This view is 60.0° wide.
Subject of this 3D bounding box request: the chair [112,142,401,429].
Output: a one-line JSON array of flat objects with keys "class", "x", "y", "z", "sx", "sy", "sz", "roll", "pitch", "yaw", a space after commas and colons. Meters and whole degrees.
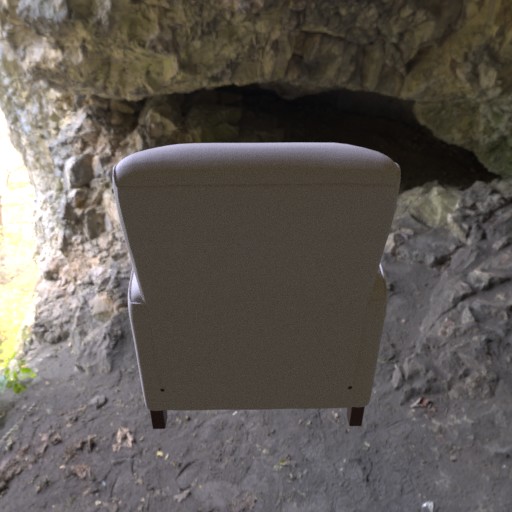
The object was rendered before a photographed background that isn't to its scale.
[{"class": "chair", "x": 0.000, "y": 0.000, "z": 1.620, "sx": 0.841, "sy": 1.028, "sz": 0.858, "roll": -1, "pitch": 30, "yaw": -1}]
